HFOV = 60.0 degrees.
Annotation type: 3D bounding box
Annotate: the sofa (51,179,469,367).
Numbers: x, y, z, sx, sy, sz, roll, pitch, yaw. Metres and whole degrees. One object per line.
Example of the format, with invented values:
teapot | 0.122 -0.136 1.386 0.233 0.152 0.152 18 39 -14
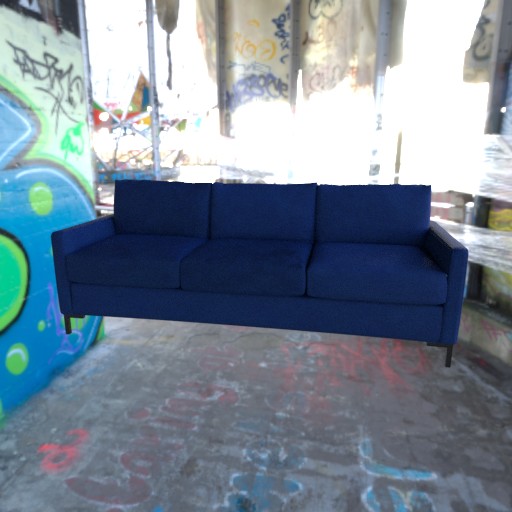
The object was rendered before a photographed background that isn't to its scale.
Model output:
sofa | 0.000 0.000 2.735 2.252 0.879 0.875 3 15 11
